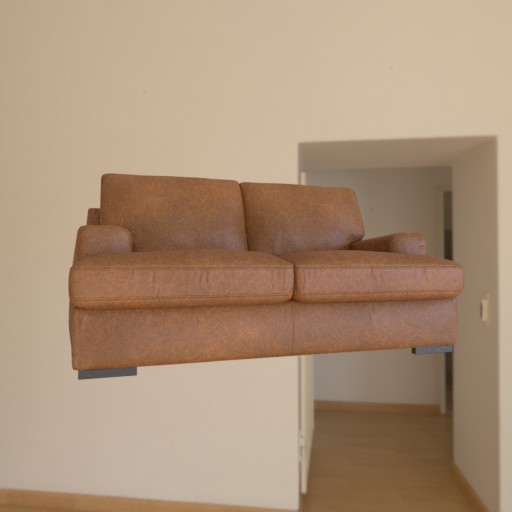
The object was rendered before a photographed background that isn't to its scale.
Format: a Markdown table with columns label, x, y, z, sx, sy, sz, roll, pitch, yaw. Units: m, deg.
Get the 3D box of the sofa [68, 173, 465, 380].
| label | x | y | z | sx | sy | sz | roll | pitch | yaw |
| --- | --- | --- | --- | --- | --- | --- | --- | --- | --- |
| sofa | 0.000 | 0.000 | 2.448 | 1.880 | 0.966 | 1.144 | 0 | -1 | -17 |
